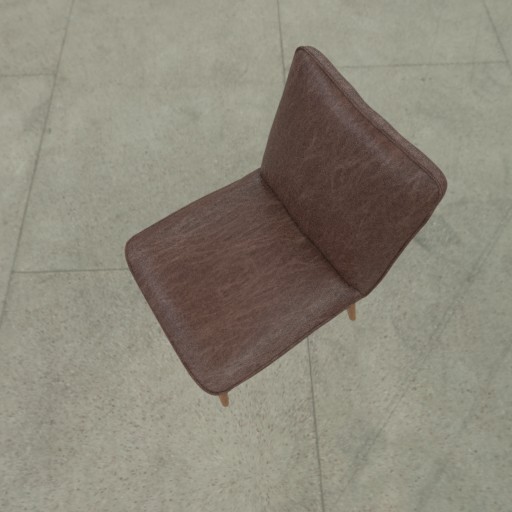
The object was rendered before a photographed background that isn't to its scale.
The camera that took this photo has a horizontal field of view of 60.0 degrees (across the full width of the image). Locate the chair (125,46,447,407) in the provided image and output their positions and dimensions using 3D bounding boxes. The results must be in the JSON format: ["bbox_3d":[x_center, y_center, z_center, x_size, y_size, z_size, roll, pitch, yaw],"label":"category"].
[{"bbox_3d":[0.000,0.000,1.213,0.645,0.803,0.543,-34,69,-16],"label":"chair"}]
